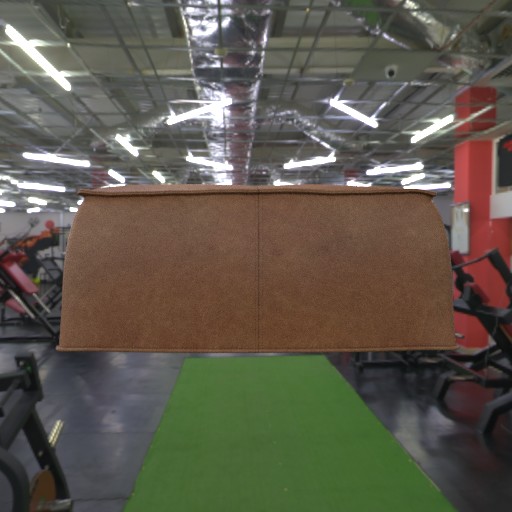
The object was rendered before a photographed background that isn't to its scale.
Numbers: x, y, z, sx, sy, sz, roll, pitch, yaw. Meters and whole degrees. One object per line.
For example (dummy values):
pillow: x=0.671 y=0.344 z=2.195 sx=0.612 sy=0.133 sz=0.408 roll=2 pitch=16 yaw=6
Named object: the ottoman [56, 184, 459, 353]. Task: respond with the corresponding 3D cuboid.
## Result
ottoman: x=0.000 y=0.000 z=1.363 sx=0.902 sy=0.395 sz=0.901 roll=0 pitch=1 yaw=-1
